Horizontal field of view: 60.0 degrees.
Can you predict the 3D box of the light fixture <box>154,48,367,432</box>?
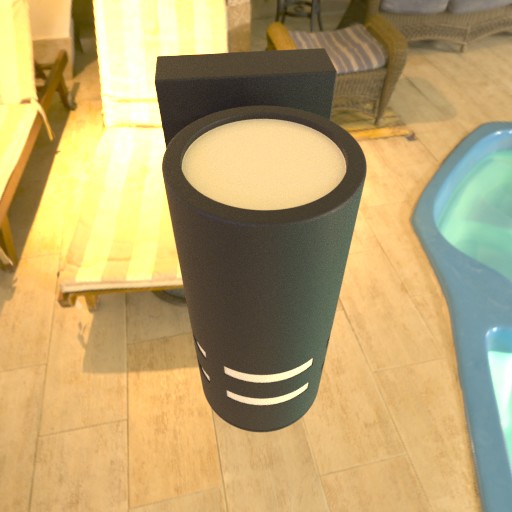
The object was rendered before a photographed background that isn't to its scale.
[{"bbox_3d":[0.000,0.000,0.260,0.098,0.179,0.138,-5,47,-4],"label":"light fixture"}]
